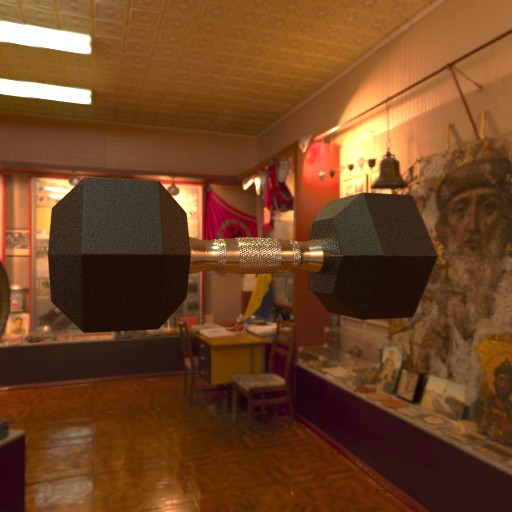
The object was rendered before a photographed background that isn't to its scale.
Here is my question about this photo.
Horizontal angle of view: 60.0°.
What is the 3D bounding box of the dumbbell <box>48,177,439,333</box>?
[{"bbox_3d":[0.000,0.000,0.428,0.356,0.123,0.141,0,-1,-18],"label":"dumbbell"}]
